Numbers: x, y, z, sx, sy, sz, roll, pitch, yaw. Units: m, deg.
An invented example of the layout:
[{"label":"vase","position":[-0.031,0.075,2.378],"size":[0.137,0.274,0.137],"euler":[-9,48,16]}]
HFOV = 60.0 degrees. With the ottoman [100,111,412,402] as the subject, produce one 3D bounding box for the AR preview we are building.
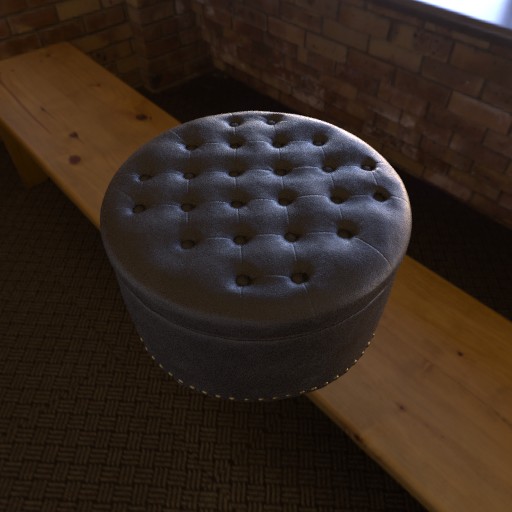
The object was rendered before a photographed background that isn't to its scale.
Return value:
[{"label":"ottoman","position":[0.000,0.000,1.065],"size":[0.637,0.442,0.637],"euler":[0,49,0]}]
